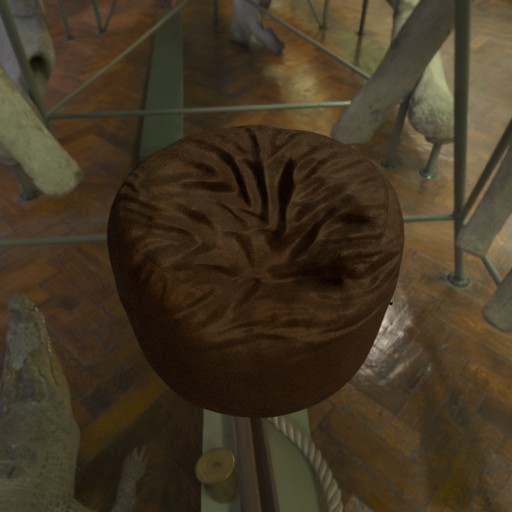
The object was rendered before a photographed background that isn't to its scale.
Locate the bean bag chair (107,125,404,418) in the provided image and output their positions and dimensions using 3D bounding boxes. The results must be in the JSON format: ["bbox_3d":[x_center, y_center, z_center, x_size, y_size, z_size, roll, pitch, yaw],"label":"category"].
[{"bbox_3d":[0.000,0.000,1.502,0.918,0.616,0.918,0,46,0],"label":"bean bag chair"}]
